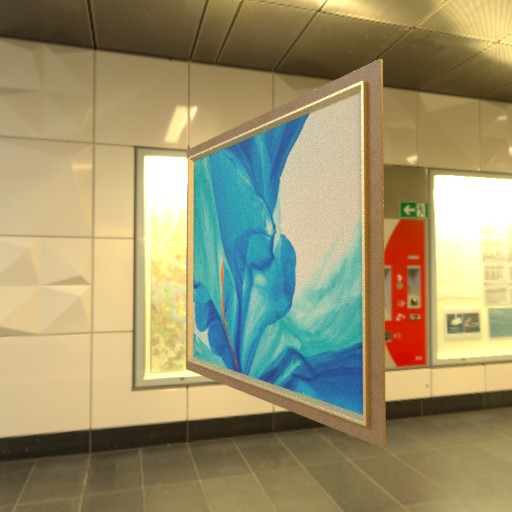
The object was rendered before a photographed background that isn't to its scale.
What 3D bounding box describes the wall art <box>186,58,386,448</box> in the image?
[{"bbox_3d":[0.000,0.000,1.683,0.025,1.067,1.168,1,-2,-36],"label":"wall art"}]
